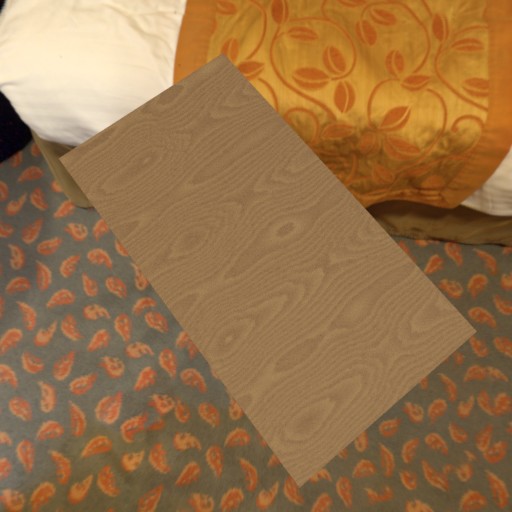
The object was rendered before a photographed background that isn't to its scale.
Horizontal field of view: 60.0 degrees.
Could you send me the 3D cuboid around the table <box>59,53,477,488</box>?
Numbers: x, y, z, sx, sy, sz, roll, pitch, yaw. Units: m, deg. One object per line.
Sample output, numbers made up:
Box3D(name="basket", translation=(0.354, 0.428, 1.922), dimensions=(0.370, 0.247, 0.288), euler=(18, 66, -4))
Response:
Box3D(name="table", translation=(0.000, 0.000, 1.493), dimensions=(0.651, 0.347, 1.197), euler=(-37, 77, -10))
